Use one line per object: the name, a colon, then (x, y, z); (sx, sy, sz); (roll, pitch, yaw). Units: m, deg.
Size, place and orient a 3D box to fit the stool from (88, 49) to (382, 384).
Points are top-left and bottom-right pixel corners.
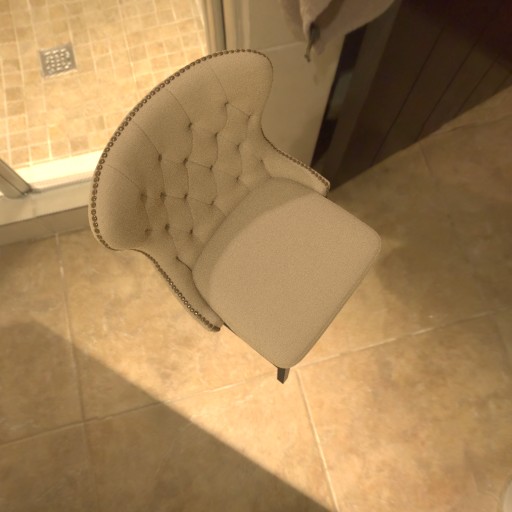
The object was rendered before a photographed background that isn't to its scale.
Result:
stool: (0.000, 0.000, 1.282); (0.593, 0.971, 0.528); (37, 77, 10)
